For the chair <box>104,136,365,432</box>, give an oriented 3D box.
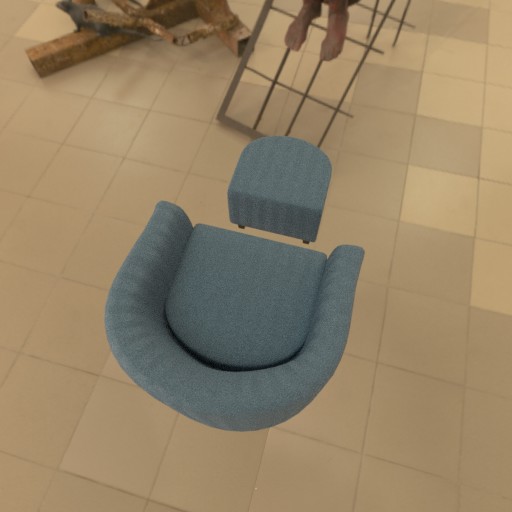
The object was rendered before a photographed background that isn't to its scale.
[{"bbox_3d":[0.000,0.000,1.705,0.756,0.757,1.288,14,63,7],"label":"chair"}]
